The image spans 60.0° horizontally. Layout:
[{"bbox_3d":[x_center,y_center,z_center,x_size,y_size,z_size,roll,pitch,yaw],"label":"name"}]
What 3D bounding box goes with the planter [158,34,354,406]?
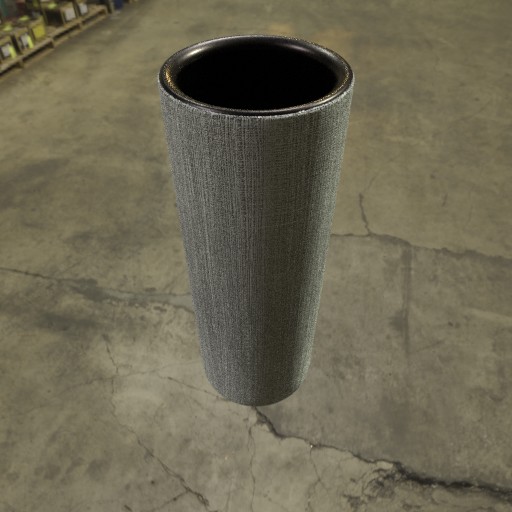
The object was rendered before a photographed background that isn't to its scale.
[{"bbox_3d":[0.000,0.000,0.320,0.100,0.270,0.100,10,46,10],"label":"planter"}]
